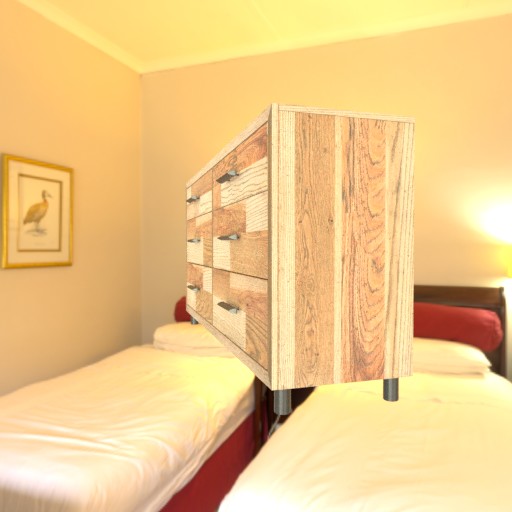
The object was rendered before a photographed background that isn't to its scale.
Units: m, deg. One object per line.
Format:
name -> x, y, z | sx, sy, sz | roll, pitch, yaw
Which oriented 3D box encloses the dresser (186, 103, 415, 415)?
dresser -> 0.000, 0.000, 1.963 | 0.487, 0.834, 1.547 | 0, 1, -17
